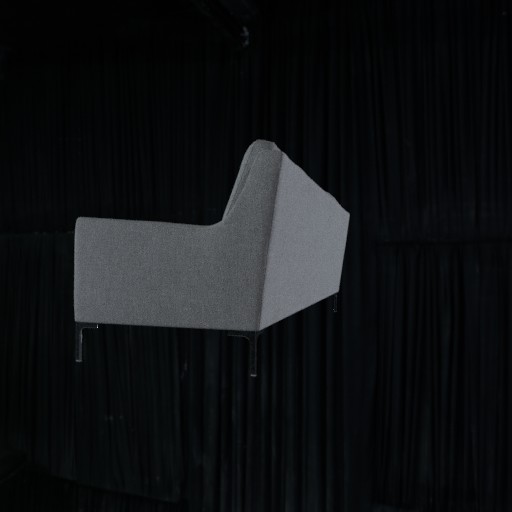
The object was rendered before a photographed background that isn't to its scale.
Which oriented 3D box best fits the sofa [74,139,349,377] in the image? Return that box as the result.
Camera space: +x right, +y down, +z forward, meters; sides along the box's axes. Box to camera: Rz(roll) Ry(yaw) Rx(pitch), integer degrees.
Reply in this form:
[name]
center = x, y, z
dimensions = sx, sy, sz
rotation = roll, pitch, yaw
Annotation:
[sofa]
center = 0.000, 0.000, 2.554
dimensions = 0.849, 0.837, 2.060
rotation = 0, -1, 18
